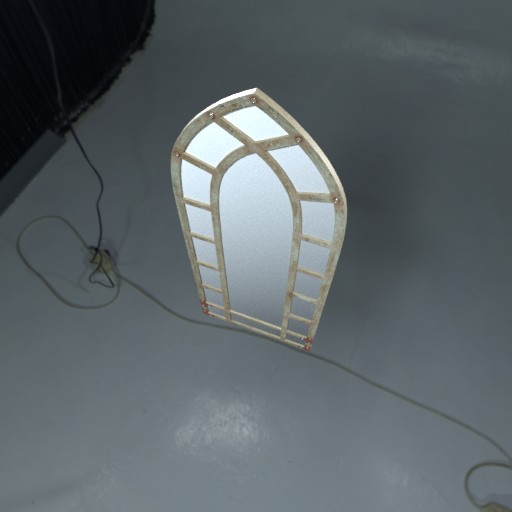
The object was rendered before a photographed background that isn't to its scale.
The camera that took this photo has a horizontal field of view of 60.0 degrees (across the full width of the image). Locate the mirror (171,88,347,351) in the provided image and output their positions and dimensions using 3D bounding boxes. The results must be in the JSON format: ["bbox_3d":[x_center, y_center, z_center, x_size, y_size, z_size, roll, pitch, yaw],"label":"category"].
[{"bbox_3d":[0.000,0.000,1.309,0.464,1.175,0.025,18,61,10],"label":"mirror"}]
